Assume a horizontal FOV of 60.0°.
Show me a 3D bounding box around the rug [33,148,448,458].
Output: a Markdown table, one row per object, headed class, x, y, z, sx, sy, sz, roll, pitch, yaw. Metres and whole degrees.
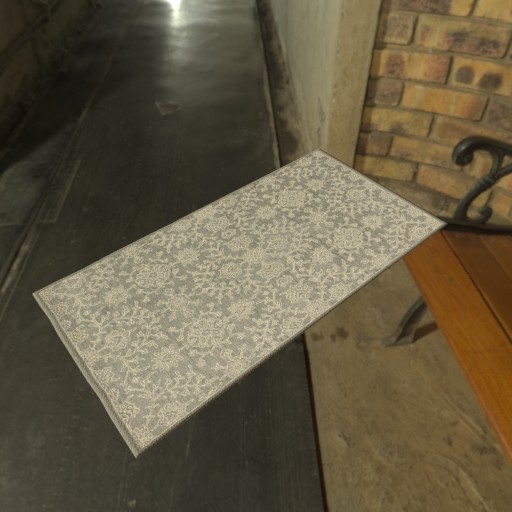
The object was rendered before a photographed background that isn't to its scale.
| class | x | y | z | sx | sy | sz | roll | pitch | yaw |
| --- | --- | --- | --- | --- | --- | --- | --- | --- | --- |
| rug | 0.000 | 0.000 | 3.569 | 3.048 | 0.011 | 1.546 | -31 | 54 | -27 |
